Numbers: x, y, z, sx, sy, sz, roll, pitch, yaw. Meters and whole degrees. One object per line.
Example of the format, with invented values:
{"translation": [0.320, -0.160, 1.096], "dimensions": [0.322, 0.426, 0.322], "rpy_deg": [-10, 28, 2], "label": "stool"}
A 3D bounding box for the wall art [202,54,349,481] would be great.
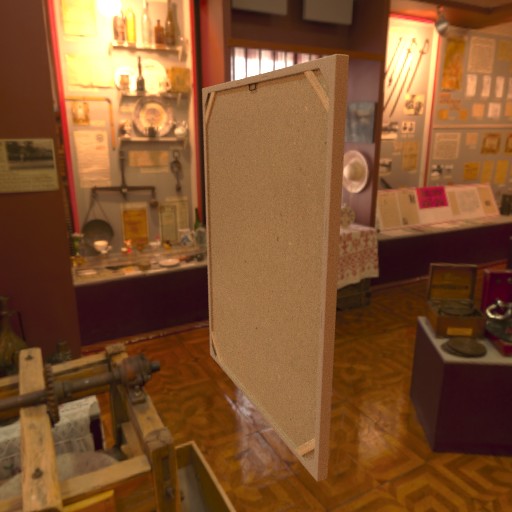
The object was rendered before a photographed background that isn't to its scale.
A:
{"translation": [0.000, 0.000, 1.602], "dimensions": [0.038, 1.212, 0.914], "rpy_deg": [-8, 17, -26], "label": "wall art"}
